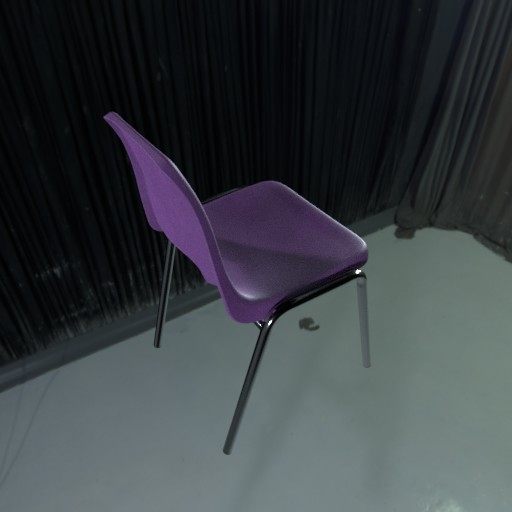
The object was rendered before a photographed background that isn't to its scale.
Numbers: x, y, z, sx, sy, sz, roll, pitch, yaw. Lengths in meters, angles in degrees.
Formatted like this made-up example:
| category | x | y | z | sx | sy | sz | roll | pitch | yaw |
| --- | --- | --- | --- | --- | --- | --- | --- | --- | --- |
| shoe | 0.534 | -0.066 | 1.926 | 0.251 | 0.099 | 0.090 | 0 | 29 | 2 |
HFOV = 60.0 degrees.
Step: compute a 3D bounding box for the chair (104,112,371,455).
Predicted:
| category | x | y | z | sx | sy | sz | roll | pitch | yaw |
| --- | --- | --- | --- | --- | --- | --- | --- | --- | --- |
| chair | 0.000 | 0.000 | 0.904 | 0.432 | 0.654 | 0.381 | -24 | 46 | -26 |
